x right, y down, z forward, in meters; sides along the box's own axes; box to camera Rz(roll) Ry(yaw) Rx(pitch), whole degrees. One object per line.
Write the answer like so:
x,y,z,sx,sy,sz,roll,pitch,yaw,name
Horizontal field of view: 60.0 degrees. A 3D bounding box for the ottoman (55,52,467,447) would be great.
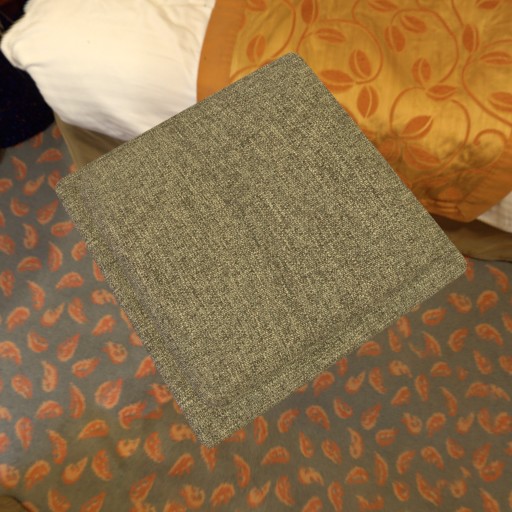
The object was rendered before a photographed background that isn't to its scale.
0.000,0.000,0.813,0.450,0.460,0.450,-32,77,-9,ottoman
